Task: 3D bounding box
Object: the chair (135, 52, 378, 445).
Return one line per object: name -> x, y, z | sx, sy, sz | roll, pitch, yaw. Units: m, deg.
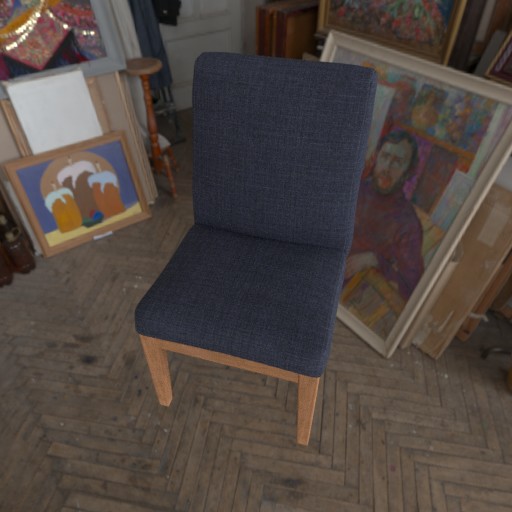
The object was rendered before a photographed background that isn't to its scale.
chair -> 0.000, 0.000, 1.252 | 0.507, 0.911, 0.586 | 11, 43, 12
